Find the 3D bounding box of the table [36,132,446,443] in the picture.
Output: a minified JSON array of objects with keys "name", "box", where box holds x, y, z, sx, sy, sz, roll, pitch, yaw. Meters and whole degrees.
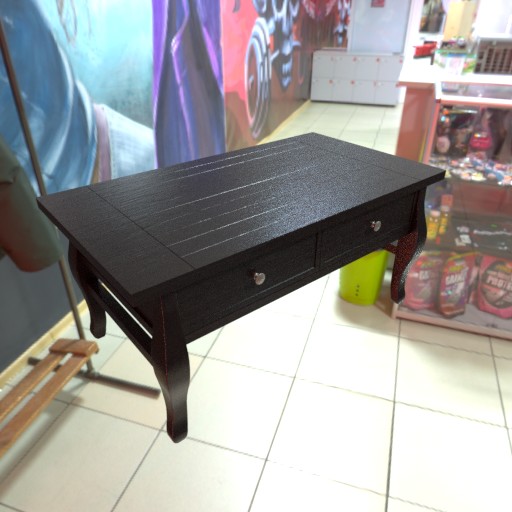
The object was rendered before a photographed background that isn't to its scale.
[{"name":"table","box":[0.000,0.000,1.417,1.062,0.494,0.600,-22,37,-33]}]
